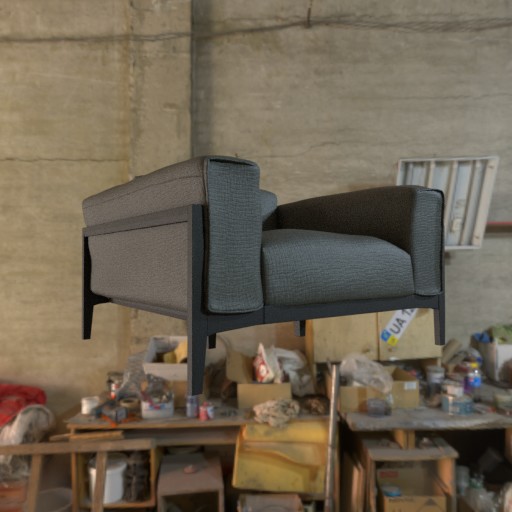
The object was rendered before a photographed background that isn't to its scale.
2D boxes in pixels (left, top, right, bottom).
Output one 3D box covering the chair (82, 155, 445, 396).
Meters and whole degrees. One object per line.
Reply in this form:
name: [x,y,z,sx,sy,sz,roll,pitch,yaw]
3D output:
chair: [0.000,0.000,1.676,1.056,0.646,0.969,0,-1,-36]
